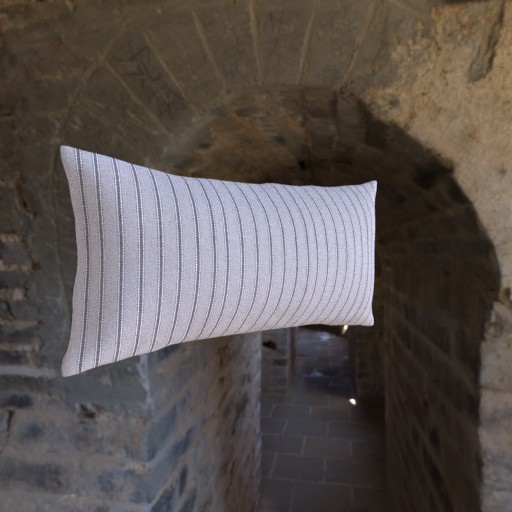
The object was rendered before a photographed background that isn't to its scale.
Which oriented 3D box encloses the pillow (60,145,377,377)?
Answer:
[{"bbox_3d":[0.000,0.000,0.737,0.609,0.305,0.151,-1,1,-36],"label":"pillow"}]
